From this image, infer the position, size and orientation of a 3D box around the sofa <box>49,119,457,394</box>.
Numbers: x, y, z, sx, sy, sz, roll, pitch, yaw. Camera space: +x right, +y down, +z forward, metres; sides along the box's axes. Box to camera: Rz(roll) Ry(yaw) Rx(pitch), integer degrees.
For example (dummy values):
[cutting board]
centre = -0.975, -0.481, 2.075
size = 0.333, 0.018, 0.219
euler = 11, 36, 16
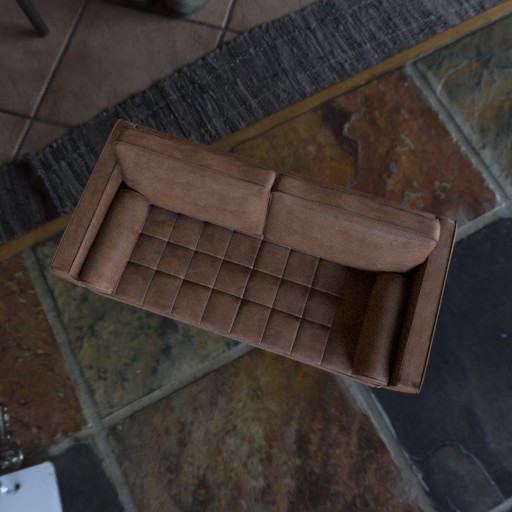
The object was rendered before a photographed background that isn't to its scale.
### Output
[sofa]
centre = 0.000, 0.000, 2.433
size = 1.920, 0.825, 0.924
euler = 18, 76, 5
